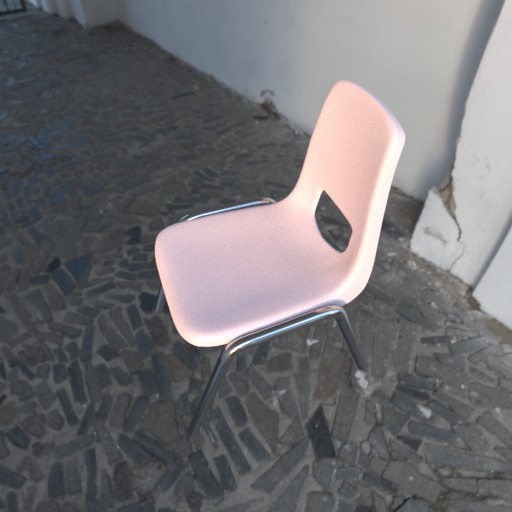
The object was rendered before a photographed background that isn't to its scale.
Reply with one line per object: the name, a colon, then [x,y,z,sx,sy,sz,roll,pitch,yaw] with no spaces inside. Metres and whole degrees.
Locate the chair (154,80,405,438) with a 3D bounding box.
chair: [0.000,0.000,0.853,0.423,0.586,0.354,-15,49,-14]
